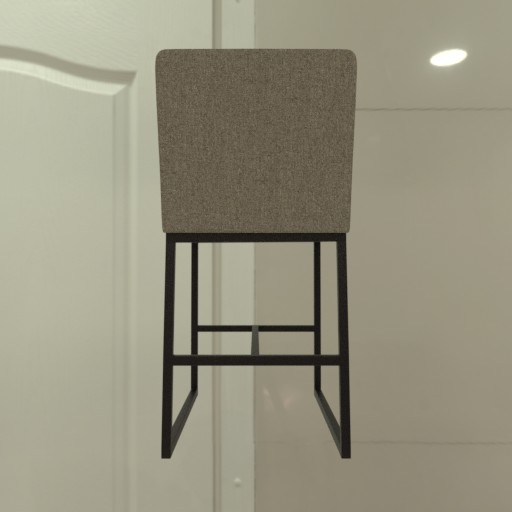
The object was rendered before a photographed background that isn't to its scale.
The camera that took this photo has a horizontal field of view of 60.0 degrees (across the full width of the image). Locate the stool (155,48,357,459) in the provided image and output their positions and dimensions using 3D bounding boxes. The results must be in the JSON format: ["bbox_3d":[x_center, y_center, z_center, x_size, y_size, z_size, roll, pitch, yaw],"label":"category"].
[{"bbox_3d":[0.000,0.000,1.258,0.460,0.940,0.560,0,-1,0],"label":"stool"}]
